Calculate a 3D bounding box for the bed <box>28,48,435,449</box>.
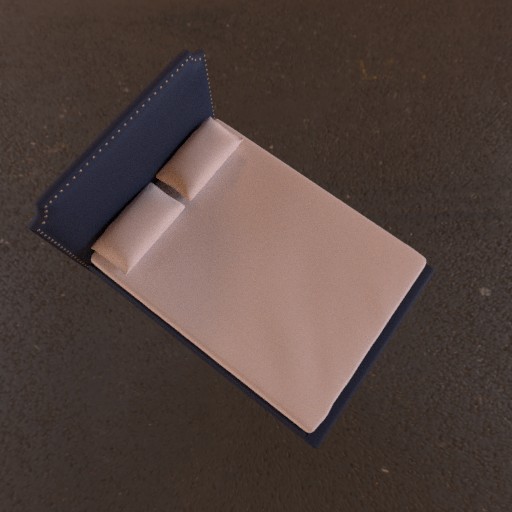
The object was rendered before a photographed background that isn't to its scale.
[{"bbox_3d":[0.000,0.000,3.331,2.372,1.443,1.712,36,77,10],"label":"bed"}]
